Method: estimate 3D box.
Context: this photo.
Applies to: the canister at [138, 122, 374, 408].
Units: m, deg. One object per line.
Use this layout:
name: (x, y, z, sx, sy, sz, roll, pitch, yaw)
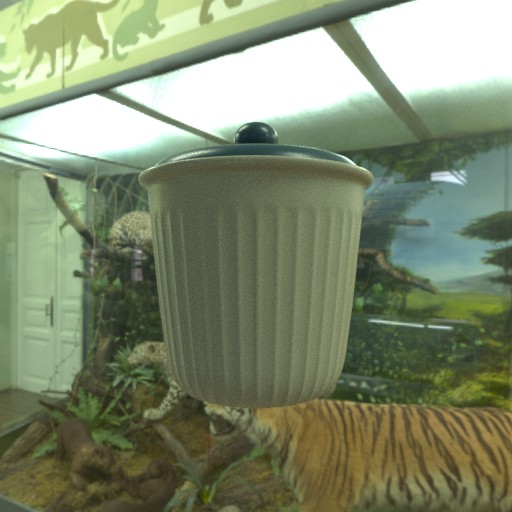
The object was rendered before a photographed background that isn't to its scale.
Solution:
canister: (0.000, 0.000, 0.352, 0.181, 0.211, 0.181, 0, 0, 0)
